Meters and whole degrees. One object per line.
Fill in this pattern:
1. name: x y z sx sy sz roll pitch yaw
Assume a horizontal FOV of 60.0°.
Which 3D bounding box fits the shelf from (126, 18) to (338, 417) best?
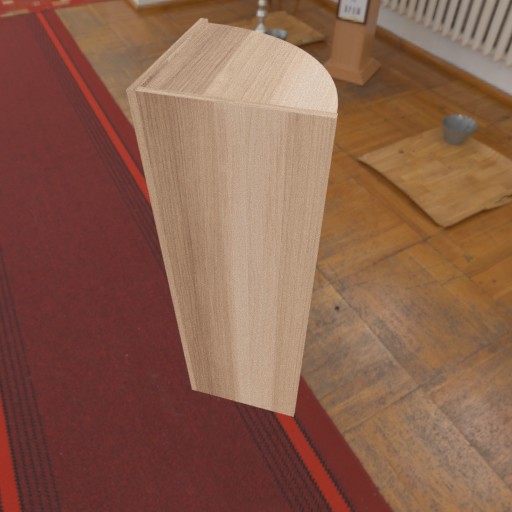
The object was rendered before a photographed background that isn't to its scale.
1. shelf: 0.000 0.000 0.994 0.290 0.872 0.290 11 47 11
